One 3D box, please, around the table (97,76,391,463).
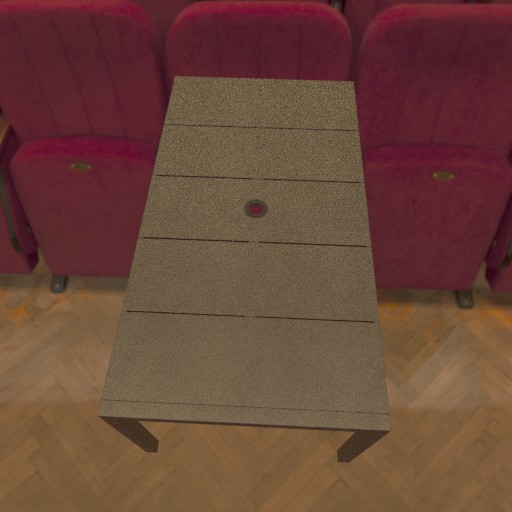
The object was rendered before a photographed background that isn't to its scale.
[{"bbox_3d":[0.000,0.000,2.124,0.914,0.735,1.680,2,58,1],"label":"table"}]
